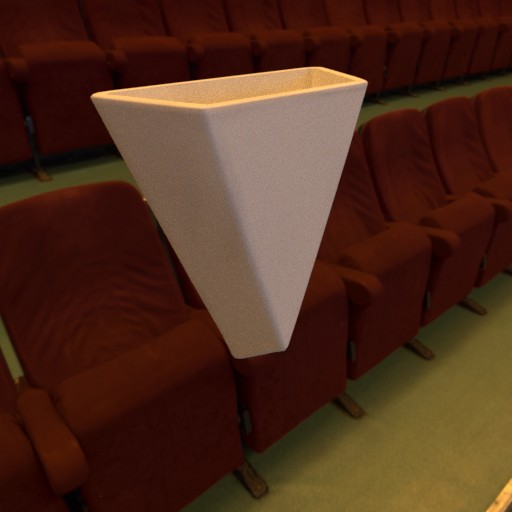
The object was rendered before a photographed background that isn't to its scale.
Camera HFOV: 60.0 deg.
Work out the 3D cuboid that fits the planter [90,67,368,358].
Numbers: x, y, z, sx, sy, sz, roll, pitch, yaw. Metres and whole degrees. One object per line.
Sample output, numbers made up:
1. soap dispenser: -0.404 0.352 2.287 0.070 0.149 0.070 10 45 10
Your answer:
1. planter: 0.000 0.000 0.270 0.150 0.197 0.060 -23 37 -34
